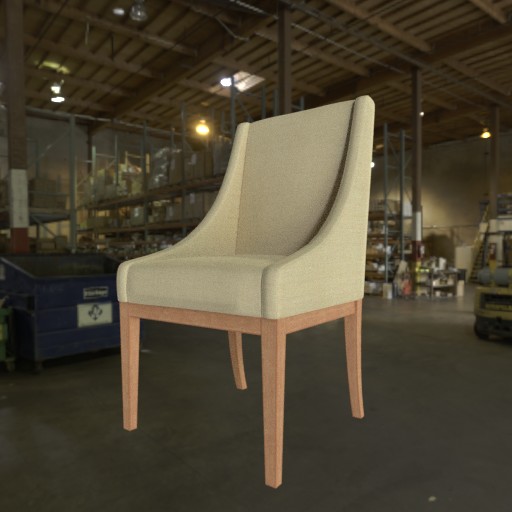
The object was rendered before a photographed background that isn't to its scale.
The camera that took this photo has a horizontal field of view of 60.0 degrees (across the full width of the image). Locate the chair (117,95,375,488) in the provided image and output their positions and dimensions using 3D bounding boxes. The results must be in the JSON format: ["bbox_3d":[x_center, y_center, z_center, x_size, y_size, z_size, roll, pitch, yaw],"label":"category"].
[{"bbox_3d":[0.000,0.000,1.370,0.575,1.021,0.611,1,1,37],"label":"chair"}]
